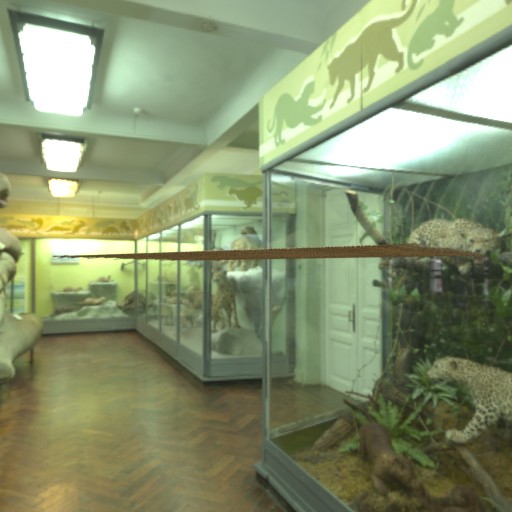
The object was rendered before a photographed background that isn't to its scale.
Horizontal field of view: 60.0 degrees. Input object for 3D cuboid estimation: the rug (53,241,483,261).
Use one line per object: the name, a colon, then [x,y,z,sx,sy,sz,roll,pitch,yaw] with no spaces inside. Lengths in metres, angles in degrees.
rug: [0.000,0.000,2.453,2.085,0.027,1.224,-1,-2,36]
